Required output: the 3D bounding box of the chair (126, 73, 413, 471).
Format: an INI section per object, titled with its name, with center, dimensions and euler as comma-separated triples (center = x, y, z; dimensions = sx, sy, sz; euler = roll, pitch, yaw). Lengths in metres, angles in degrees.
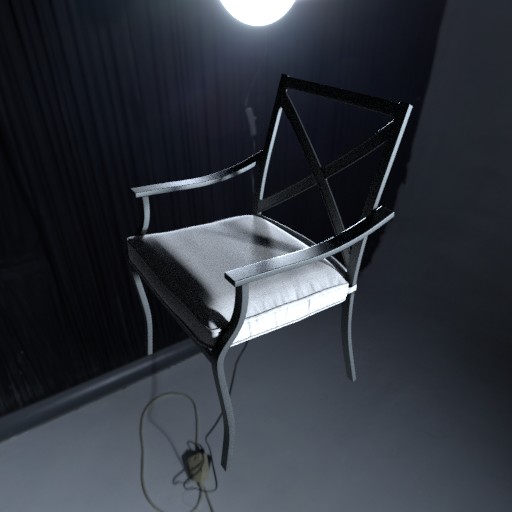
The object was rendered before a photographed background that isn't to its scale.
[chair]
center = 0.000, 0.000, 1.300
dimensions = 0.620, 0.889, 0.575
euler = -20, 37, -29
